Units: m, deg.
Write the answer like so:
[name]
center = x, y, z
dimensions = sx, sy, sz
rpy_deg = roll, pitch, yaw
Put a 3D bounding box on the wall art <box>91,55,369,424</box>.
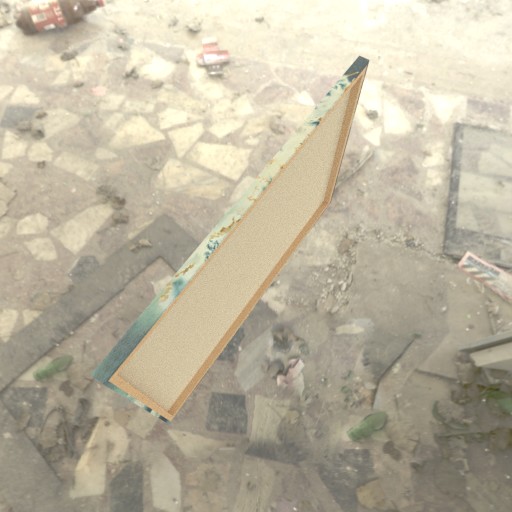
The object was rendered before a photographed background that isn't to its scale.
[wall art]
center = 0.000, 0.000, 1.448
dimensions = 0.035, 0.759, 1.138
rpy_deg = 32, 68, 15
